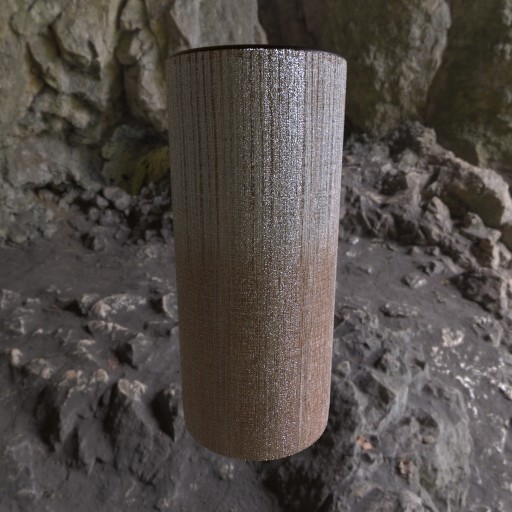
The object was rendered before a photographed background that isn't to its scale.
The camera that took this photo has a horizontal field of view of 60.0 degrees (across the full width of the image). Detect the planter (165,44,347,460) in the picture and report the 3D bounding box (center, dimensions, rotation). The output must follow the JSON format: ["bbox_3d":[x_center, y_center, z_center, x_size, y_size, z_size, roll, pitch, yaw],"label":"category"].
[{"bbox_3d":[0.000,0.000,0.278,0.100,0.227,0.100,15,22,43],"label":"planter"}]
